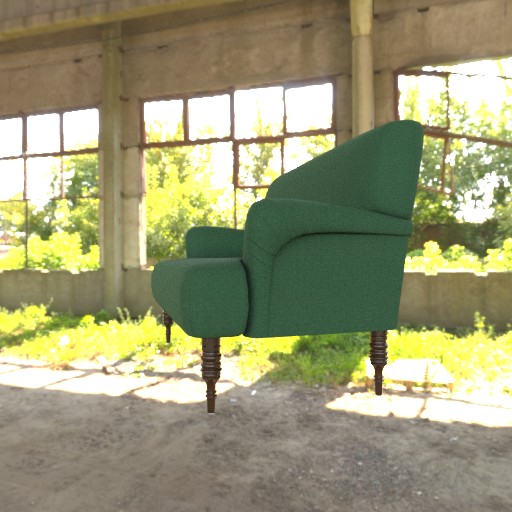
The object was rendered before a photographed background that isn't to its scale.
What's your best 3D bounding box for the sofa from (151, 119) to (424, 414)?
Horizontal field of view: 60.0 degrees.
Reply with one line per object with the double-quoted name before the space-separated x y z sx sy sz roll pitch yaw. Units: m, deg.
"sofa" 0.000 0.000 1.848 0.779 0.889 1.297 0 0 -17
